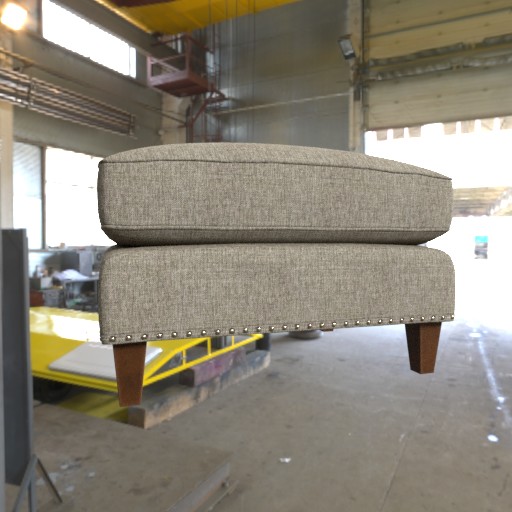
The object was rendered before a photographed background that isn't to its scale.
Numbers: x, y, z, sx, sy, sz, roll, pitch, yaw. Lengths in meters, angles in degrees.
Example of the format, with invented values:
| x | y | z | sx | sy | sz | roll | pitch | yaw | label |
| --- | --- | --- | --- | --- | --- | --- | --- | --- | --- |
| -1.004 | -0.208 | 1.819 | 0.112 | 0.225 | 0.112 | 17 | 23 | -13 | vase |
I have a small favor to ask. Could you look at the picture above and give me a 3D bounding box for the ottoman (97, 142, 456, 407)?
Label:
| x | y | z | sx | sy | sz | roll | pitch | yaw | label |
| --- | --- | --- | --- | --- | --- | --- | --- | --- | --- |
| 0.000 | 0.000 | 1.123 | 0.741 | 0.513 | 0.584 | -1 | 2 | -18 | ottoman |
